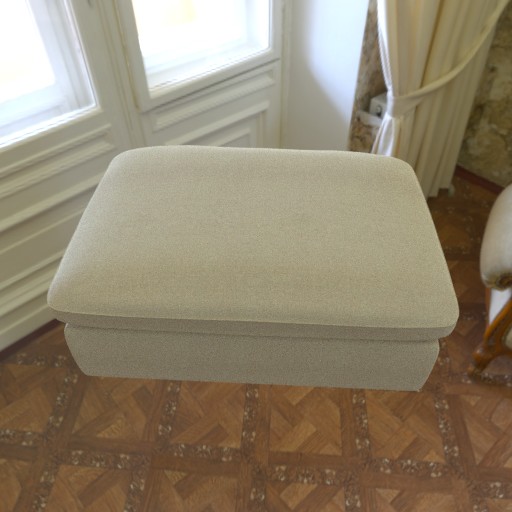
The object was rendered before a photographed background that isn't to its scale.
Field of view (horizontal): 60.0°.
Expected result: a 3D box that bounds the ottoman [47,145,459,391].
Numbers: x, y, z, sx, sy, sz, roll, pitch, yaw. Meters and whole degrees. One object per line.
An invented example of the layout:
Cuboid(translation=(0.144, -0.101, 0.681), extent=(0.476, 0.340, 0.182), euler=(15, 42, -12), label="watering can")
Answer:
Cuboid(translation=(0.000, 0.000, 1.341), extent=(0.984, 0.453, 0.686), euler=(2, 46, 2), label="ottoman")
